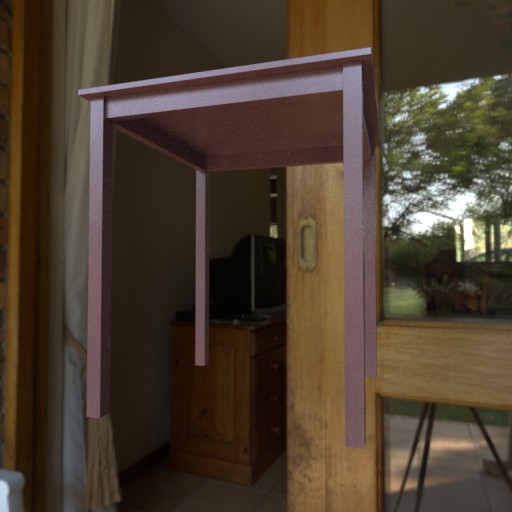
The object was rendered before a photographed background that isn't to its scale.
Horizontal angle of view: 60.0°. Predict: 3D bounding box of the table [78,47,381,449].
[{"bbox_3d":[0.000,0.000,1.610,0.861,0.991,0.861,-1,-2,17],"label":"table"}]
